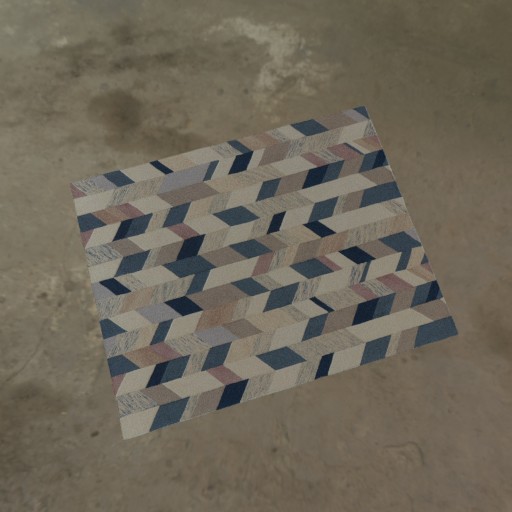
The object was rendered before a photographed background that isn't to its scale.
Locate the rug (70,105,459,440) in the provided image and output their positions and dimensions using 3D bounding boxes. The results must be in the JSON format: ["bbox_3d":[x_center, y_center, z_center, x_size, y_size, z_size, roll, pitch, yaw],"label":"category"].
[{"bbox_3d":[0.000,0.000,4.150,3.072,0.011,2.451,-16,76,-4],"label":"rug"}]
